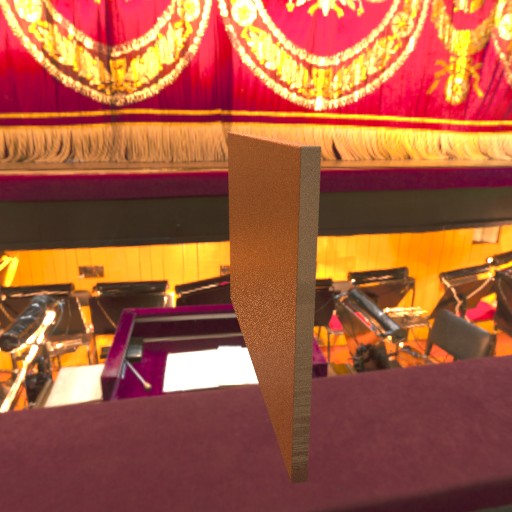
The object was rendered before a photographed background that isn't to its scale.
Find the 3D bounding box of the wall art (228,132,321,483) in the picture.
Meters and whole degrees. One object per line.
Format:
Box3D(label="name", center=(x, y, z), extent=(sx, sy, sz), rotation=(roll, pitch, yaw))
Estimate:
Box3D(label="wall art", center=(0.000, 0.000, 0.784), extent=(0.021, 0.410, 0.615), rotation=(-3, 17, -10))
